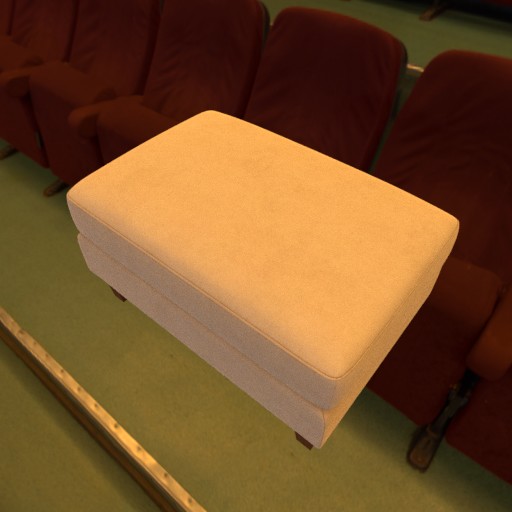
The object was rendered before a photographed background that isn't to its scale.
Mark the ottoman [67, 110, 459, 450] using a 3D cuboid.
[{"bbox_3d":[0.000,0.000,1.233,0.864,0.483,0.584,31,54,26],"label":"ottoman"}]
